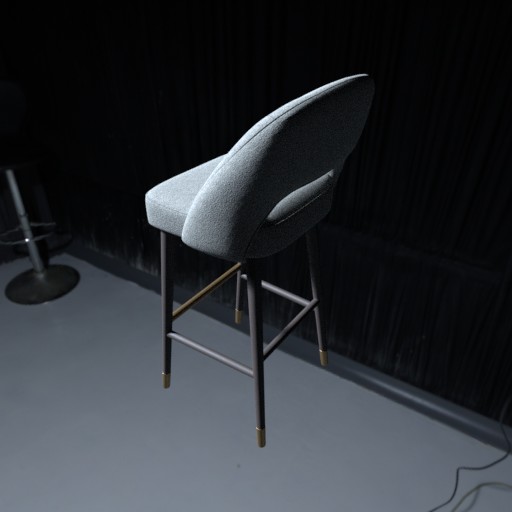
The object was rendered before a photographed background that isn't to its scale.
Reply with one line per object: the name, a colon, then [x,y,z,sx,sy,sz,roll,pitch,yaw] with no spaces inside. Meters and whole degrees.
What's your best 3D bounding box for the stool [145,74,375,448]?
stool: [0.000,0.000,1.374,0.524,1.089,0.536,21,38,29]
